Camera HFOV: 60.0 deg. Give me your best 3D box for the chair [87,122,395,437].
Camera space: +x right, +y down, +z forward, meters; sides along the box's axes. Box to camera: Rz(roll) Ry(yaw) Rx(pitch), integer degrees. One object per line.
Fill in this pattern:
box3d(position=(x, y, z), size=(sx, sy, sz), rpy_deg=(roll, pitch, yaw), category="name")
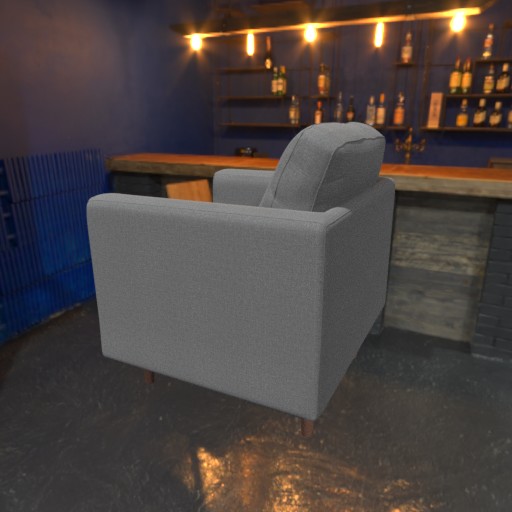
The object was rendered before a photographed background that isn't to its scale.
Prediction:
box3d(position=(0.000, 0.000, 1.596), size=(0.800, 0.927, 0.854), rpy_deg=(9, 20, 26), category="chair")
